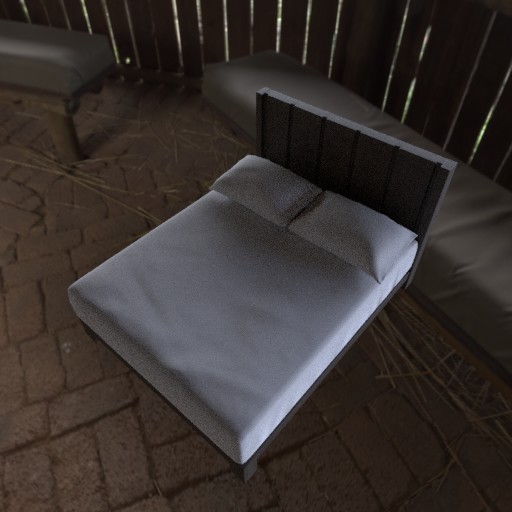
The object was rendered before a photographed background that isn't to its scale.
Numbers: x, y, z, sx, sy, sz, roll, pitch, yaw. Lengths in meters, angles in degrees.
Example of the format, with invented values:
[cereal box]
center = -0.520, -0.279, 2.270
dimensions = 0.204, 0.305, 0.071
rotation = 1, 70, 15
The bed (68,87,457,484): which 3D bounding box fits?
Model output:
[bed]
center = 0.000, 0.000, 3.311
dimensions = 1.727, 1.270, 2.242
rotation = 32, 54, 27
